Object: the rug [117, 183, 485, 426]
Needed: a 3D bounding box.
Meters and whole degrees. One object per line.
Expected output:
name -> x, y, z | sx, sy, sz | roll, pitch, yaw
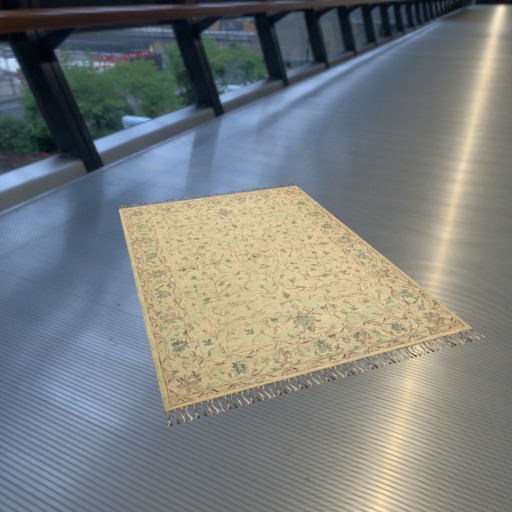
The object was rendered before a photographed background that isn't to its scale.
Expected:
rug -> 0.000, 0.000, 2.262 | 1.247, 0.008, 1.802 | -10, 31, -17
